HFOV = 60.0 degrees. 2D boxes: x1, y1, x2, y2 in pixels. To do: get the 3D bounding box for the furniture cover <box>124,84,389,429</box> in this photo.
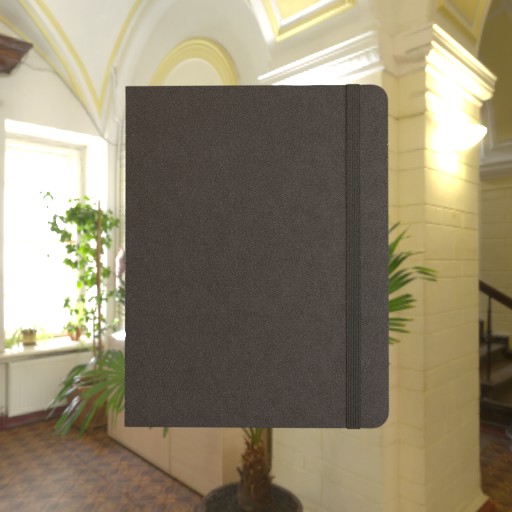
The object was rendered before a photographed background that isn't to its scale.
[{"bbox_3d":[0.000,0.000,0.372,0.216,0.281,0.023,0,-1,1],"label":"furniture cover"}]
